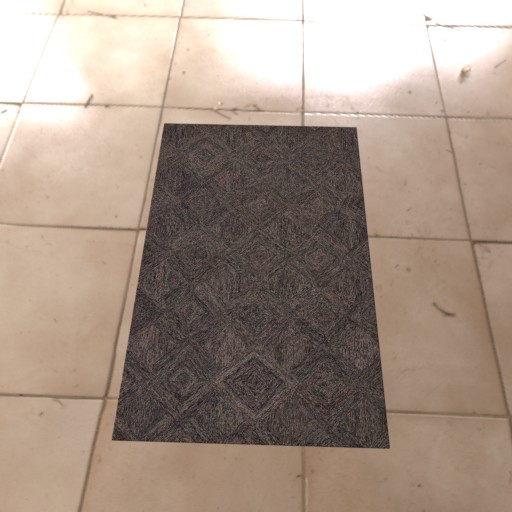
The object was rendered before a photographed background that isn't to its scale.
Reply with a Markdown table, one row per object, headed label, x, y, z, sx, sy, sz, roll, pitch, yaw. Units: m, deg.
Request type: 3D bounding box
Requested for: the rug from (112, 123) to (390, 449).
| label | x | y | z | sx | sy | sz | roll | pitch | yaw |
| --- | --- | --- | --- | --- | --- | --- | --- | --- | --- |
| rug | 0.000 | 0.000 | 2.922 | 1.501 | 0.017 | 2.298 | 1 | 62 | 1 |
